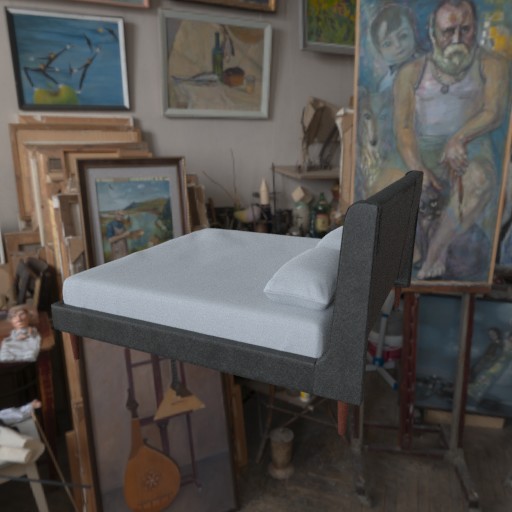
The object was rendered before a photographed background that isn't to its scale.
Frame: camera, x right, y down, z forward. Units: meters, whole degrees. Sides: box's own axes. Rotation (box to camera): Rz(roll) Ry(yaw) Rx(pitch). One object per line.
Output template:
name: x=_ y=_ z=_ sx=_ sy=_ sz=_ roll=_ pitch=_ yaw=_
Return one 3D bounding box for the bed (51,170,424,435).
bed: x=0.000 y=0.000 z=3.197 sx=2.031 sy=1.158 sz=1.903 roll=7 pitch=17 yaw=24
